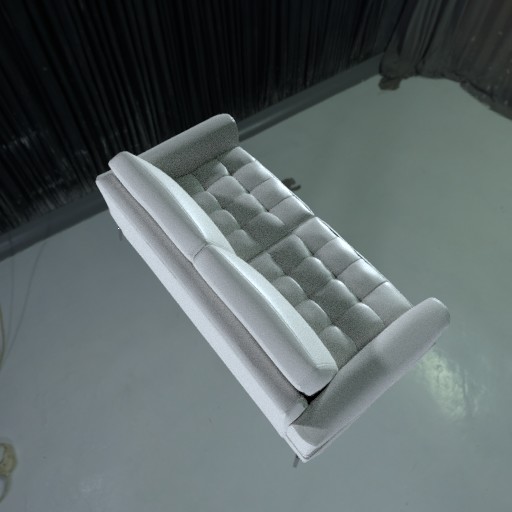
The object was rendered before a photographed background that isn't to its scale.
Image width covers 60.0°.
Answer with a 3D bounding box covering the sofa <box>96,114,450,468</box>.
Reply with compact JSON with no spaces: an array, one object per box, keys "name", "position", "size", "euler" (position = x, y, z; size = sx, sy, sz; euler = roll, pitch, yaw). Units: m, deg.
[{"name":"sofa","position":[0.000,0.000,2.788],"size":[1.121,0.930,2.177],"euler":[-34,64,-19]}]
